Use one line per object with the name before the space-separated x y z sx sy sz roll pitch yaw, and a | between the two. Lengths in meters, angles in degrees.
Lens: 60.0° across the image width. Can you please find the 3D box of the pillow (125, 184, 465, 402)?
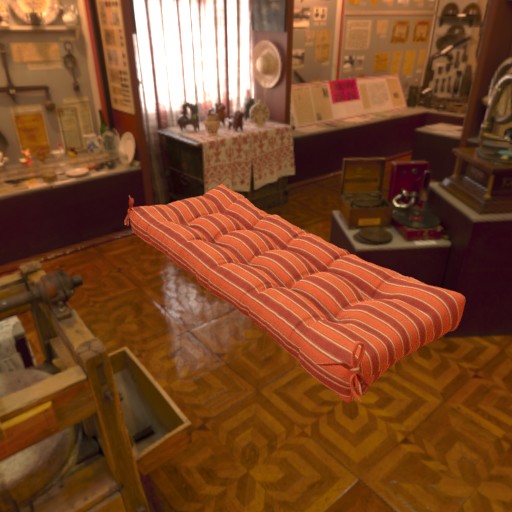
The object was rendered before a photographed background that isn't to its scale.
pillow | 0.000 0.000 1.407 0.511 0.174 1.194 -20 34 -33
